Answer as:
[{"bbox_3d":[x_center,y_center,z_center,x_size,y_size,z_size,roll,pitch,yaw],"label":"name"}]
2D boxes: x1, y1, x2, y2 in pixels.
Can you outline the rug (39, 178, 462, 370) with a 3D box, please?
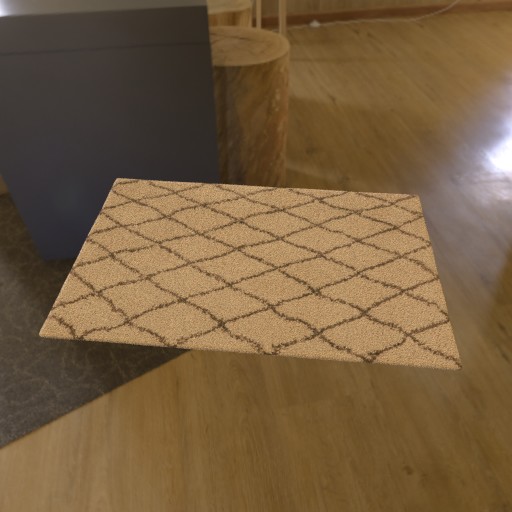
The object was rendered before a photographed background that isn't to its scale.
[{"bbox_3d":[0.000,0.000,3.053,2.438,0.030,1.524,4,47,4],"label":"rug"}]
